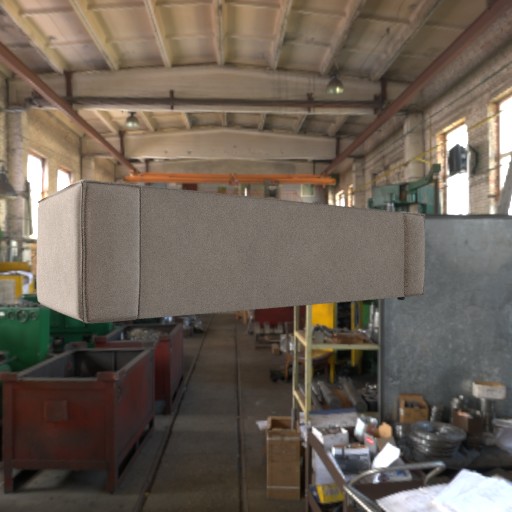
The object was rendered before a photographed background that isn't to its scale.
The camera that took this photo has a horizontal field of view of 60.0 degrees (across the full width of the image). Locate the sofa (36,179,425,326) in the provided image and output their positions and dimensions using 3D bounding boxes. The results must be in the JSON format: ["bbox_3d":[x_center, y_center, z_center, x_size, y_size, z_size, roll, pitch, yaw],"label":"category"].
[{"bbox_3d":[0.000,0.000,3.129,2.697,0.680,1.038,0,0,-36],"label":"sofa"}]
